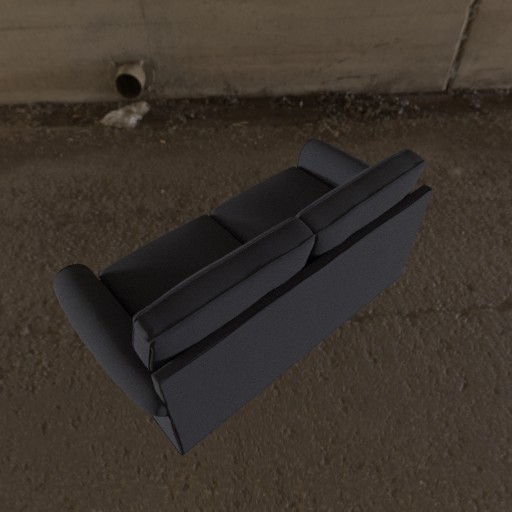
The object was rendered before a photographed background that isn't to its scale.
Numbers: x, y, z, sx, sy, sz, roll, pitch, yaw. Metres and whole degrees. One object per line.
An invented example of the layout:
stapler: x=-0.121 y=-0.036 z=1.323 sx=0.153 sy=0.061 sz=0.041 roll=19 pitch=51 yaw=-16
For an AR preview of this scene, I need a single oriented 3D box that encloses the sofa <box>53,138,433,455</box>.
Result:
sofa: x=0.000 y=0.000 z=2.521 sx=2.009 sy=1.031 sz=0.951 roll=-33 pitch=55 yaw=-26
